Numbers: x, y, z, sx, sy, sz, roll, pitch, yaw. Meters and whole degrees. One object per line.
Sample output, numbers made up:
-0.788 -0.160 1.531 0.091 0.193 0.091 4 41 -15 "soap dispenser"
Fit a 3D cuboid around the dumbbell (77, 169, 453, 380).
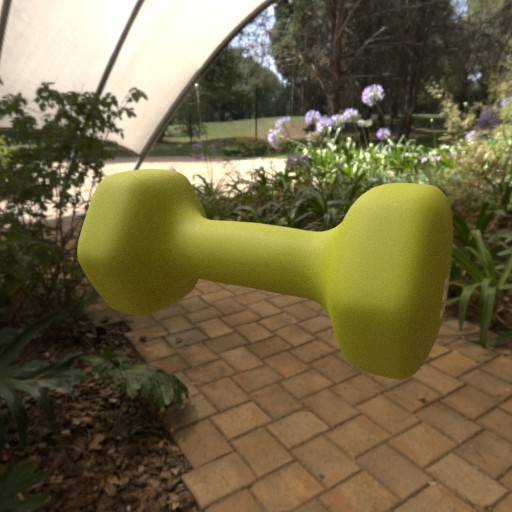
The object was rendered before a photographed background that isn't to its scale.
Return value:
0.000 0.000 0.204 0.164 0.072 0.080 9 19 27 "dumbbell"
